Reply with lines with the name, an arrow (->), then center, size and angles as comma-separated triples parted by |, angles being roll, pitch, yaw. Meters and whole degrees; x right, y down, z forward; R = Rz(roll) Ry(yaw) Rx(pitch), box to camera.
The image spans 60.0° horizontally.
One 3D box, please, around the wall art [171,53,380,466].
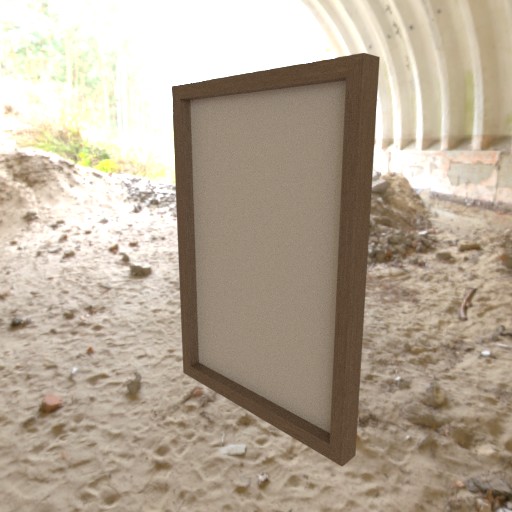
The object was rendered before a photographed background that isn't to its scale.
wall art -> 0.000, 0.000, 0.664 | 0.032, 0.510, 0.358 | -13, 19, -43
